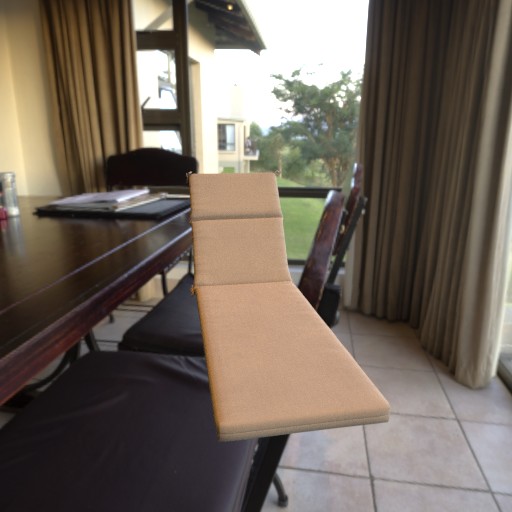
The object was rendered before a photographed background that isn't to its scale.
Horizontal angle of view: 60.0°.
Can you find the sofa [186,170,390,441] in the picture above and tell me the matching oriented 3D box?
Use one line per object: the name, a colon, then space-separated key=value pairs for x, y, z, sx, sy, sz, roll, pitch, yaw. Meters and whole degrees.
sofa: x=0.000 y=0.000 z=1.974 sx=0.582 sy=0.622 sz=1.663 roll=-3 pitch=16 yaw=-10
